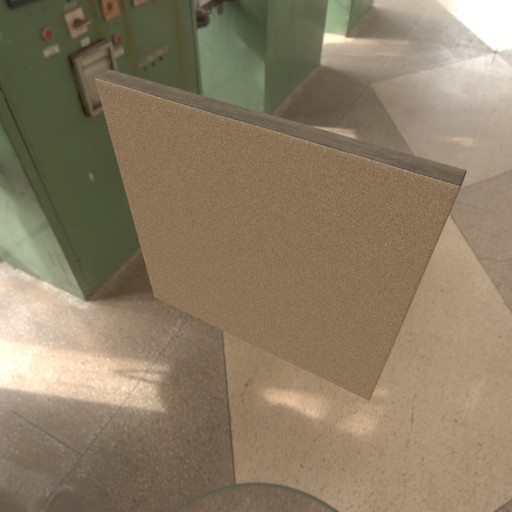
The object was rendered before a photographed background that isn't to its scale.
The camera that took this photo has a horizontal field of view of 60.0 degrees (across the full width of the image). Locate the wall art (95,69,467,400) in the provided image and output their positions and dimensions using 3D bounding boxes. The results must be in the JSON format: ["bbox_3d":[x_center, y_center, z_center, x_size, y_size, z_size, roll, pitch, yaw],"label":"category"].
[{"bbox_3d":[0.000,0.000,1.096,0.749,0.751,0.050,22,51,19],"label":"wall art"}]
